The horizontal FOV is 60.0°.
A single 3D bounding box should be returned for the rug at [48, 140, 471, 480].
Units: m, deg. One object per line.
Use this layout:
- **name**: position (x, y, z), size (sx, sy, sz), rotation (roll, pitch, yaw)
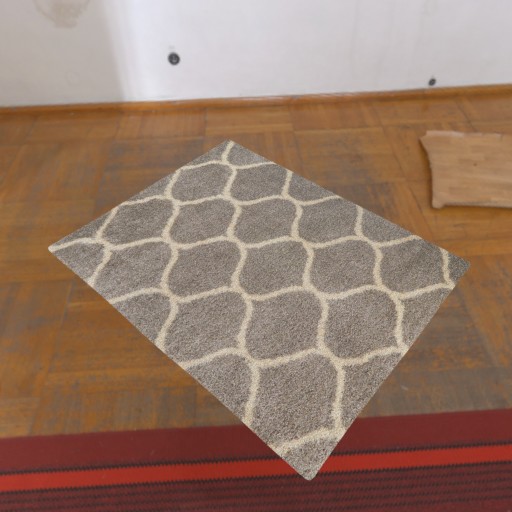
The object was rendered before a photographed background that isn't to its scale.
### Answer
- **rug**: position (0.000, 0.000, 3.998), size (3.000, 0.026, 2.399), rotation (33, 55, 27)
